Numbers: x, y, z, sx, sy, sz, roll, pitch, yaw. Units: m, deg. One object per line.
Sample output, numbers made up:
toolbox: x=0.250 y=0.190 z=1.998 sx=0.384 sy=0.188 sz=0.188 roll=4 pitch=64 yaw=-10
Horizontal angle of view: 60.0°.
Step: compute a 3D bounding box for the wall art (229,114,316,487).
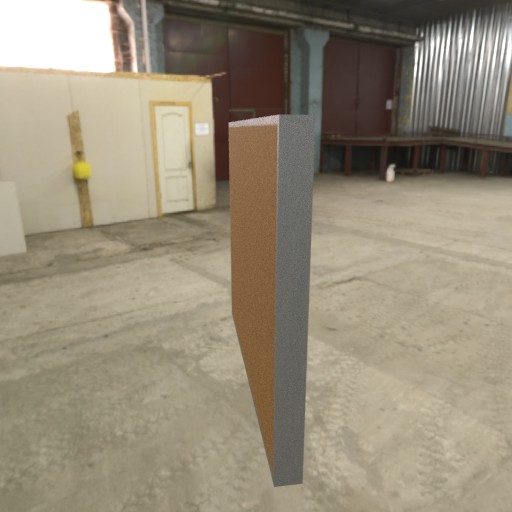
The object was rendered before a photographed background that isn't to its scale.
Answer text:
wall art: x=0.000 y=0.000 z=0.768 sx=0.037 sy=0.450 sz=0.557 roll=-2 pitch=16 yaw=-8
